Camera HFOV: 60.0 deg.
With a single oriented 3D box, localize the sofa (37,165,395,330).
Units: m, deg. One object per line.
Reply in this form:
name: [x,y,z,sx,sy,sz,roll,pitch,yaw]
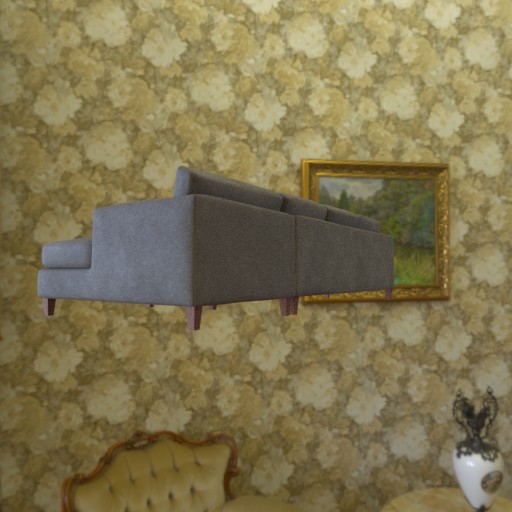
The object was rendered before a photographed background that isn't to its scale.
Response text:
sofa: [0.000,0.000,4.231,1.604,0.950,3.471,-2,-3,35]
